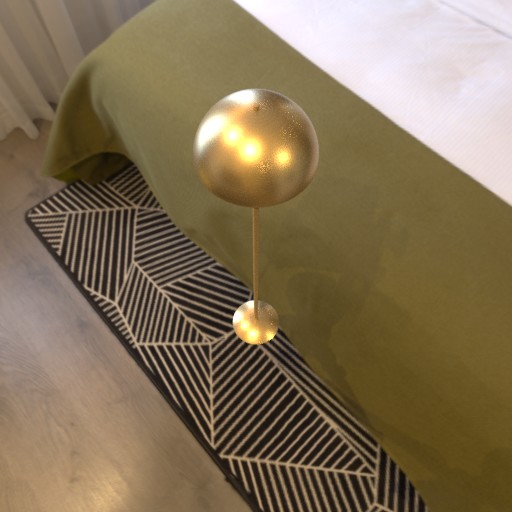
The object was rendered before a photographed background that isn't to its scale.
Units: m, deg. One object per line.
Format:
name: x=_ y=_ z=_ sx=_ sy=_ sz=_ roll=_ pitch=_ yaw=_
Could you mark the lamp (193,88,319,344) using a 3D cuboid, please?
lamp: x=0.000 y=0.000 z=1.664 sx=0.328 sy=1.480 sz=0.328 roll=15 pitch=63 yaw=8
